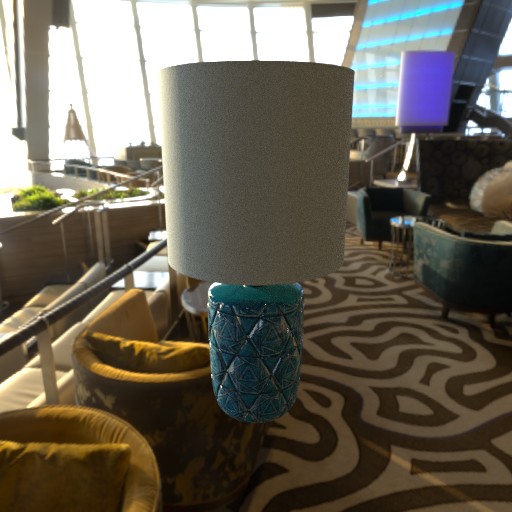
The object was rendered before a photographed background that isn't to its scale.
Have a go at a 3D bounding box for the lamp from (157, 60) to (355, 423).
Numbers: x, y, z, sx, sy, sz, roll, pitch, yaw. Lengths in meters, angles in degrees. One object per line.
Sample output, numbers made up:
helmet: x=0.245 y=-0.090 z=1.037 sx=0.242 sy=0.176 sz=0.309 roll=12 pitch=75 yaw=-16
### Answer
lamp: x=0.000 y=0.000 z=0.494 sx=0.193 sy=0.377 sz=0.193 roll=2 pitch=16 yaw=7
